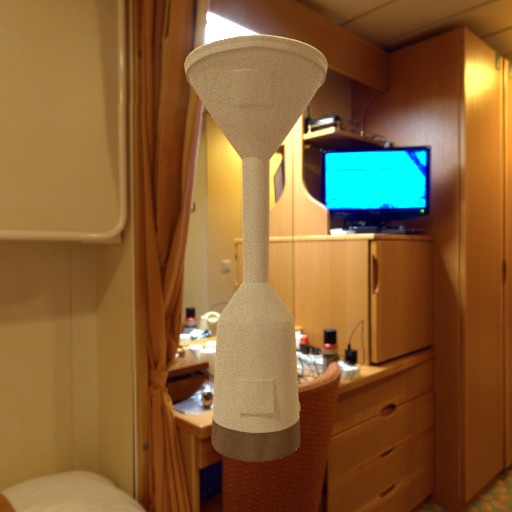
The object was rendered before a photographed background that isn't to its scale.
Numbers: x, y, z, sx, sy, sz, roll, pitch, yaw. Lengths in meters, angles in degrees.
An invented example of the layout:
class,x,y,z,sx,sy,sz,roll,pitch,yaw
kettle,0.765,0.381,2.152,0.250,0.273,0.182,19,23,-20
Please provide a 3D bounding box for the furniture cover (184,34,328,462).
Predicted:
class,x,y,z,sx,sy,sz,roll,pitch,yaw
furniture cover,0.000,0.000,2.861,0.914,2.413,0.914,0,1,0
